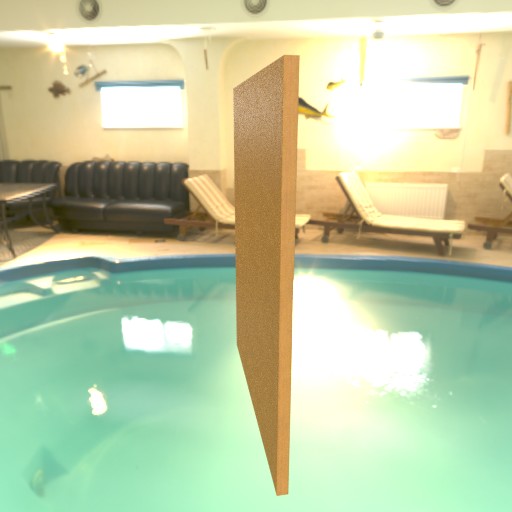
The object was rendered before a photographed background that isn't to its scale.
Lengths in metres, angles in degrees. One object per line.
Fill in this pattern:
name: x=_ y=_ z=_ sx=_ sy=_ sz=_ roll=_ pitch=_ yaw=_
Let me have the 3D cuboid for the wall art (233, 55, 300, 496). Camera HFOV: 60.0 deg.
wall art: x=0.000 y=0.000 z=1.332 sx=0.030 sy=1.002 sz=0.798 roll=-3 pitch=17 yaw=-9
